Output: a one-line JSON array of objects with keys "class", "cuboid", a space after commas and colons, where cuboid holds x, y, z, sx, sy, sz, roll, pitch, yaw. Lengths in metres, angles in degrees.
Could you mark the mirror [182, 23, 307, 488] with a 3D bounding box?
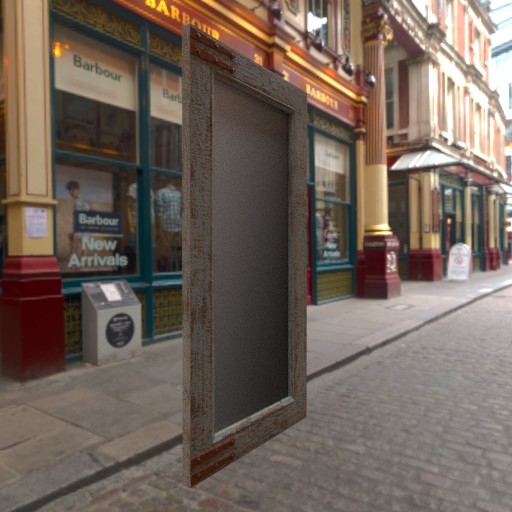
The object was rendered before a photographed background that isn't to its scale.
[{"class": "mirror", "cuboid": [0.000, 0.000, 1.074, 0.027, 0.922, 0.472, 0, 1, 36]}]
